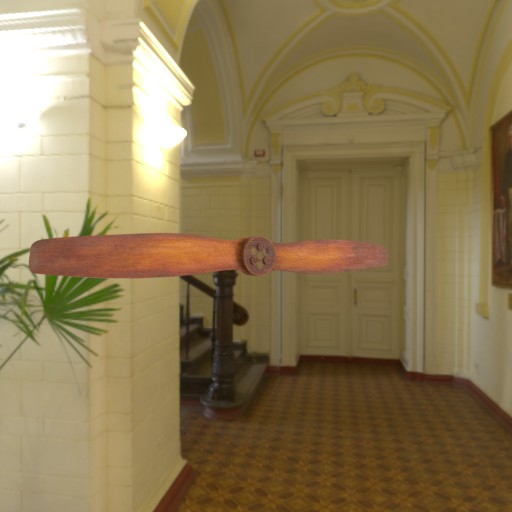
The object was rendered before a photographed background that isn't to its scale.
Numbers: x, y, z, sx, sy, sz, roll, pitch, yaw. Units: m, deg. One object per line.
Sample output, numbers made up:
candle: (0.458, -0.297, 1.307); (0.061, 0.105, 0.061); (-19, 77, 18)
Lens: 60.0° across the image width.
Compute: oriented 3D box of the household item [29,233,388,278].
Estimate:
household item: (0.000, 0.000, 1.282); (1.181, 0.121, 0.051); (0, 1, -35)
